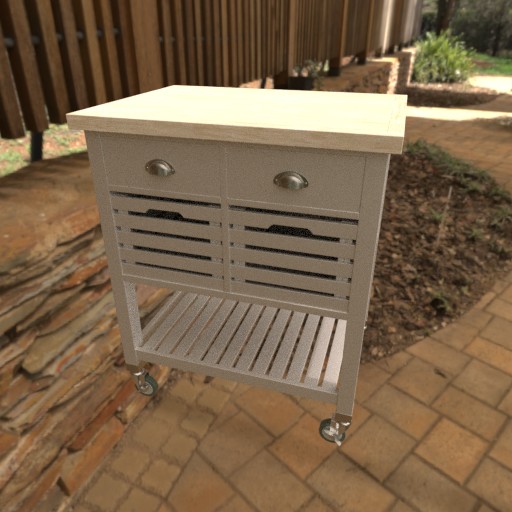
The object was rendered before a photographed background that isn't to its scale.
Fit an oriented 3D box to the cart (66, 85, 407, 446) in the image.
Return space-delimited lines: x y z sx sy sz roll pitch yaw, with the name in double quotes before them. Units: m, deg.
"cart" 0.000 0.000 1.389 0.762 0.914 0.559 8 29 15
